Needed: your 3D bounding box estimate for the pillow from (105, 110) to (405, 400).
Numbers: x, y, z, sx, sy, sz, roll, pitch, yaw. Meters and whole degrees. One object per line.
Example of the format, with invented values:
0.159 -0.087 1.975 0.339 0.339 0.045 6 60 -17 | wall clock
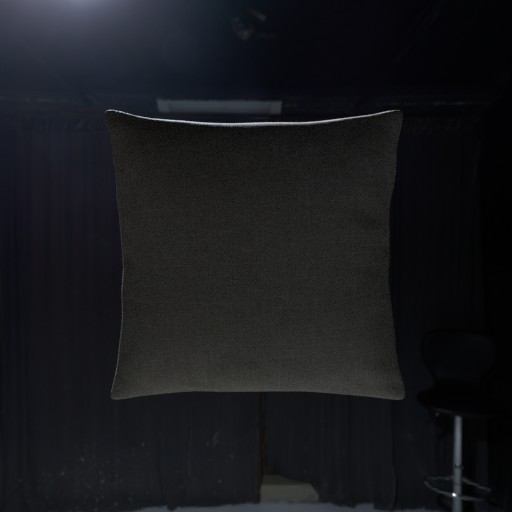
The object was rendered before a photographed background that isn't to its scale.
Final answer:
0.000 0.000 0.775 0.523 0.506 0.166 0 0 0 | pillow
